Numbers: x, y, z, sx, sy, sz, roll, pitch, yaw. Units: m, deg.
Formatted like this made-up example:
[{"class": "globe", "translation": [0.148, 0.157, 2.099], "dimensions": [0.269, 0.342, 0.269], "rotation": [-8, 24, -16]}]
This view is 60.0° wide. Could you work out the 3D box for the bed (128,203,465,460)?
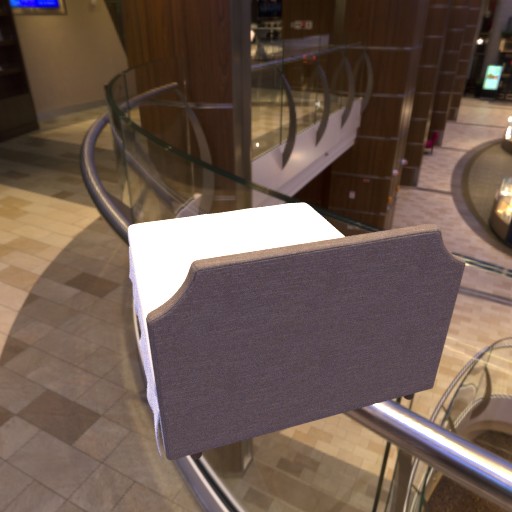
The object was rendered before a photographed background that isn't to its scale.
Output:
[{"class": "bed", "translation": [0.000, 0.000, 4.177], "dimensions": [2.350, 1.590, 2.773], "rotation": [-9, 30, -16]}]
